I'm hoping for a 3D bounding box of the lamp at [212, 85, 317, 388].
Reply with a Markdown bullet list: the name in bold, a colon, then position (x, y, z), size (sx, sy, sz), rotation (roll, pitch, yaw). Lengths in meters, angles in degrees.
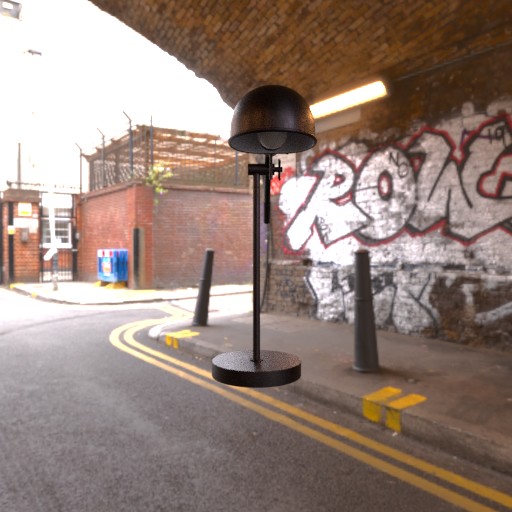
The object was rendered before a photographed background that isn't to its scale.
- **lamp**: position (0.000, 0.000, 0.811), size (0.185, 0.495, 0.567), rotation (0, 1, 1)
